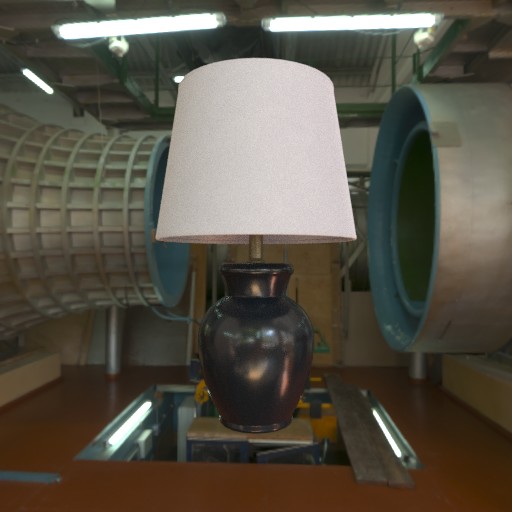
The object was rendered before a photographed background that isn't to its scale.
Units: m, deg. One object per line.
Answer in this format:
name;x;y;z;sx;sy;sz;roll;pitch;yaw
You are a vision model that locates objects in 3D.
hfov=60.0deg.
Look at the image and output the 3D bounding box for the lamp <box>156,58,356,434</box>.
lamp;0.000;0.000;0.541;0.239;0.399;0.239;0;-1;0
